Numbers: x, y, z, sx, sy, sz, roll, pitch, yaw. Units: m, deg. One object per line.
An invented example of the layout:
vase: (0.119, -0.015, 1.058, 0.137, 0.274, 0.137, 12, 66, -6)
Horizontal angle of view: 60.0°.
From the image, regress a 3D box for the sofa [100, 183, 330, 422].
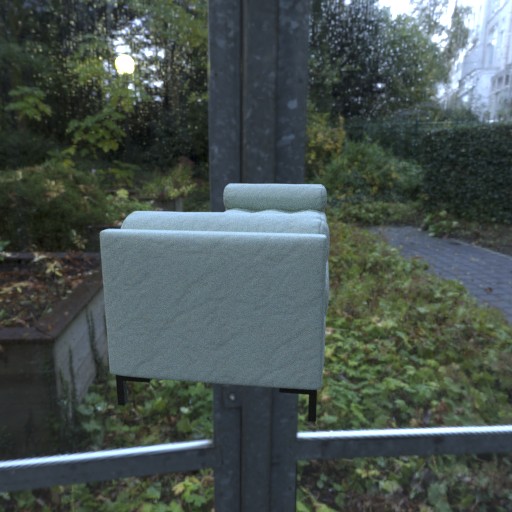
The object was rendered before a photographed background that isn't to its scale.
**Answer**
sofa: (0.000, 0.000, 2.510, 0.796, 0.705, 2.102, 2, 13, 8)
